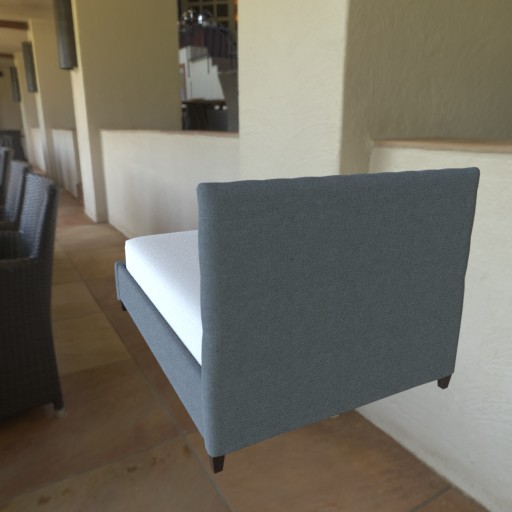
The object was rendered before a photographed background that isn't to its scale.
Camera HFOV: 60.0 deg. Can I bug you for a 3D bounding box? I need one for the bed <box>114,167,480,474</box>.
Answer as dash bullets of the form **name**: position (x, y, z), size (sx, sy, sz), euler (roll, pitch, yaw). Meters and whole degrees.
- **bed**: position (0.000, 0.000, 3.299), size (1.698, 1.411, 2.335), euler (-8, 18, -26)
